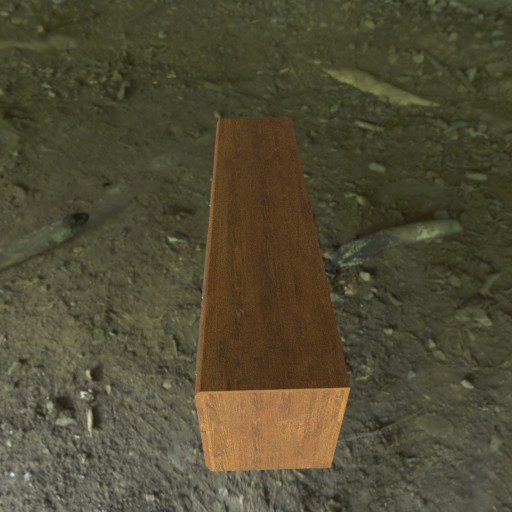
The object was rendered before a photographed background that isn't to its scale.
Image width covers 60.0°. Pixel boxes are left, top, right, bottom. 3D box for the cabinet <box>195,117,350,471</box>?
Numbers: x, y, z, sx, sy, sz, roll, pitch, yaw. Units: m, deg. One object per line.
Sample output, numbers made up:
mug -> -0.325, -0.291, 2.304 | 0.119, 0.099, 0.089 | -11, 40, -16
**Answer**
cabinet -> 0.000, 0.000, 1.866 | 0.419, 0.510, 1.600 | -1, 41, -1
